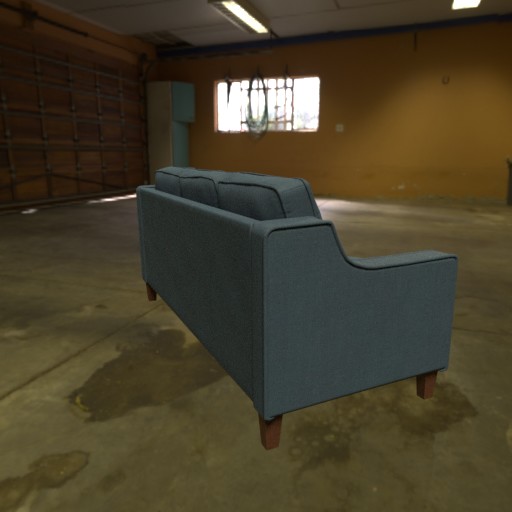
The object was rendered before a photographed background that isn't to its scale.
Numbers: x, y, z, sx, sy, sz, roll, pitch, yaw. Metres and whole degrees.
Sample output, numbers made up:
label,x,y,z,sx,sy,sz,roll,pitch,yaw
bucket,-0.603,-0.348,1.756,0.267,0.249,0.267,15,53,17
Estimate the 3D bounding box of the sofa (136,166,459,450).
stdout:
label,x,y,z,sx,sy,sz,roll,pitch,yaw
sofa,0.000,0.000,2.514,0.911,0.974,1.986,-6,14,-25
